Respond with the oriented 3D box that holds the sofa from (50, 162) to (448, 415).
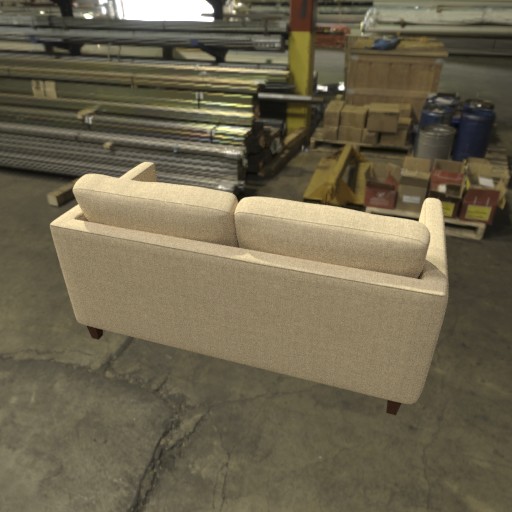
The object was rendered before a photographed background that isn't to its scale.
[{"bbox_3d":[0.000,0.000,2.454,1.884,0.963,0.950,10,34,15],"label":"sofa"}]
